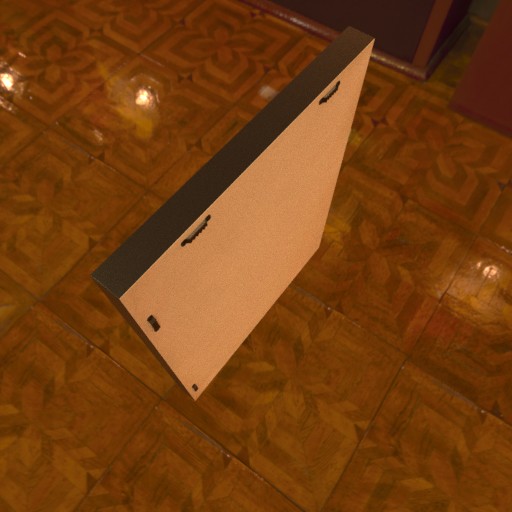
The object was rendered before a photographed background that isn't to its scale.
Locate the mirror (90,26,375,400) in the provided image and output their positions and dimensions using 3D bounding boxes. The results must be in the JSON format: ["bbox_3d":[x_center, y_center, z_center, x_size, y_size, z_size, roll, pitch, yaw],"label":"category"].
[{"bbox_3d":[0.000,0.000,0.666,0.041,0.509,0.406,35,68,16],"label":"mirror"}]
